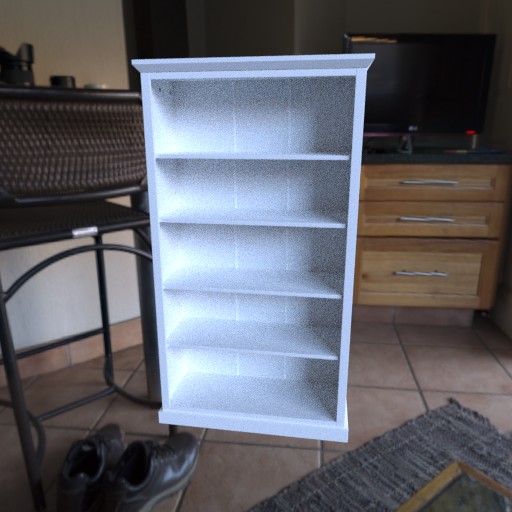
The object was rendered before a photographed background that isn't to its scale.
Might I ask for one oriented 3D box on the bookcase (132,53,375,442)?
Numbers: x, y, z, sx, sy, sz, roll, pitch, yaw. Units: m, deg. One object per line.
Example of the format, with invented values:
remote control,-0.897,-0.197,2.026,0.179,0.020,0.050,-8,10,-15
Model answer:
bookcase,0.000,0.000,2.344,1.050,1.880,0.432,2,16,9
